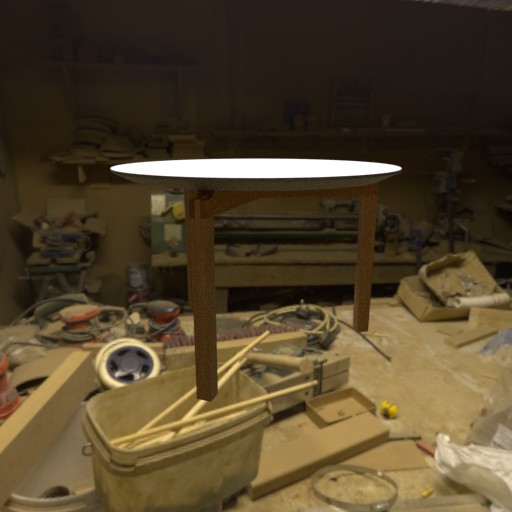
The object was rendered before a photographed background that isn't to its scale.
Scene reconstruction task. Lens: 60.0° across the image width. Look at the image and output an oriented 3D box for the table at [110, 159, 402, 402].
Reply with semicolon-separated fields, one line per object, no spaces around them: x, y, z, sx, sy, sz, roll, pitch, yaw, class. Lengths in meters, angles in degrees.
0.000;0.000;1.010;0.600;0.405;0.600;0;15;0;table
